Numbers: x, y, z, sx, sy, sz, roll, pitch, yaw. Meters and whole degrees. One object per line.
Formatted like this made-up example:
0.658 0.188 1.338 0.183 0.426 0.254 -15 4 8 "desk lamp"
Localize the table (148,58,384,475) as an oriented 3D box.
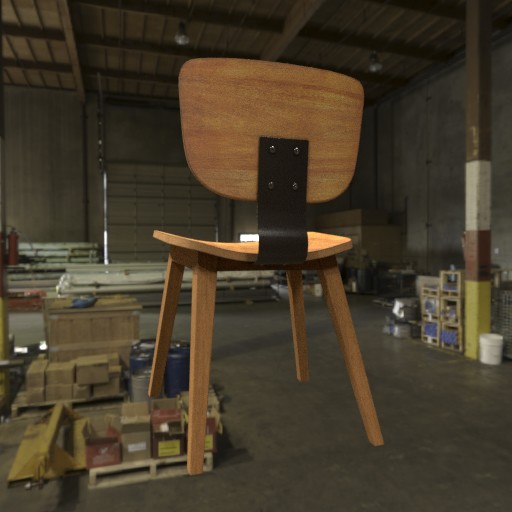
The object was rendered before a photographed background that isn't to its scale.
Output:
0.000 0.000 1.120 0.499 0.805 0.500 0 1 -18 "table"
